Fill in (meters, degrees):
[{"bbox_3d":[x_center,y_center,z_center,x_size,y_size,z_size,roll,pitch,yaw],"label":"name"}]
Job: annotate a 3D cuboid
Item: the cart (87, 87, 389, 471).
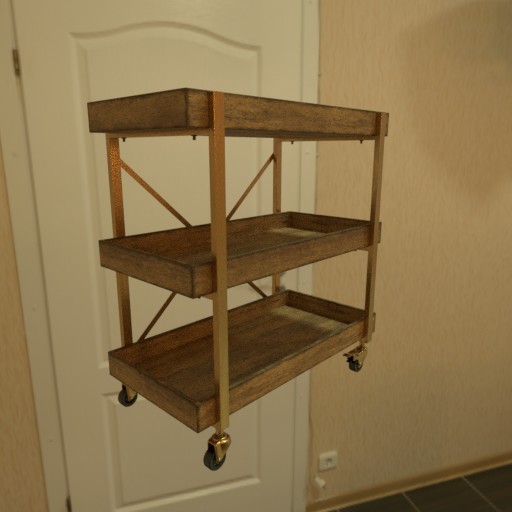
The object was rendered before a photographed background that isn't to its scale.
[{"bbox_3d":[0.000,0.000,1.259,0.416,0.799,0.750,12,18,42],"label":"cart"}]
